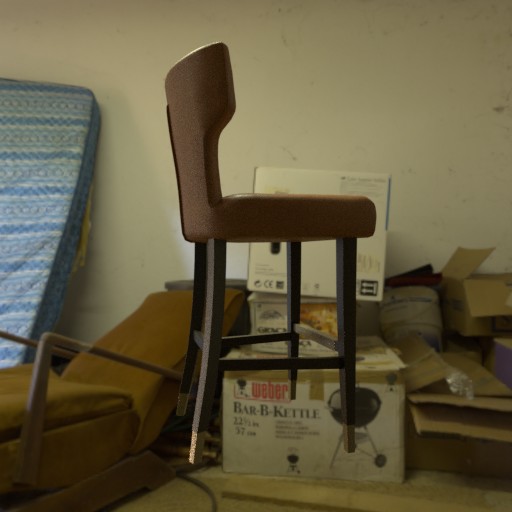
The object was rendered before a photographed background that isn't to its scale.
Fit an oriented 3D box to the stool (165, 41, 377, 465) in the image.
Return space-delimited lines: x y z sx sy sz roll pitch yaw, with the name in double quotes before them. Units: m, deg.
"stool" 0.000 0.000 1.401 0.563 1.092 0.526 0 0 -16
